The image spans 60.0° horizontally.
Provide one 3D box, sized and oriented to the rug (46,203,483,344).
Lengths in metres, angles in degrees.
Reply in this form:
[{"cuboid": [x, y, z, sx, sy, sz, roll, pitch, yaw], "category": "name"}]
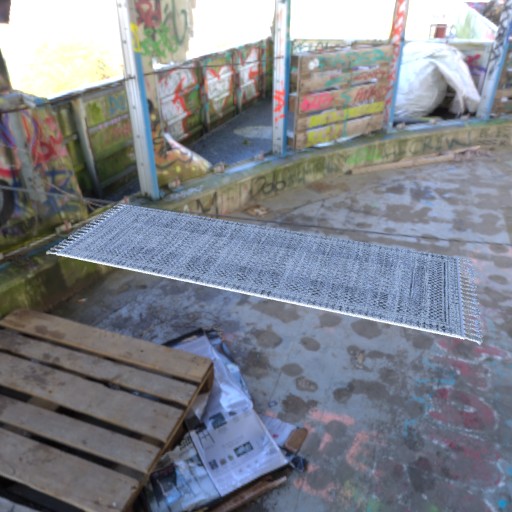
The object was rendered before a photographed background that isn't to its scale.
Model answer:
[{"cuboid": [0.000, 0.000, 2.676, 2.480, 0.013, 0.786, 10, 33, 16], "category": "rug"}]
